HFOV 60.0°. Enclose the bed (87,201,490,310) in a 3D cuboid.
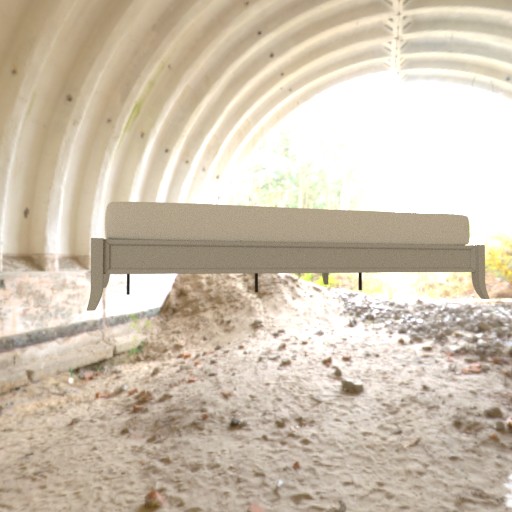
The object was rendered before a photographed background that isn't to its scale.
[{"bbox_3d":[0.000,0.000,3.121,2.108,0.510,2.007,0,-1,-17],"label":"bed"}]
